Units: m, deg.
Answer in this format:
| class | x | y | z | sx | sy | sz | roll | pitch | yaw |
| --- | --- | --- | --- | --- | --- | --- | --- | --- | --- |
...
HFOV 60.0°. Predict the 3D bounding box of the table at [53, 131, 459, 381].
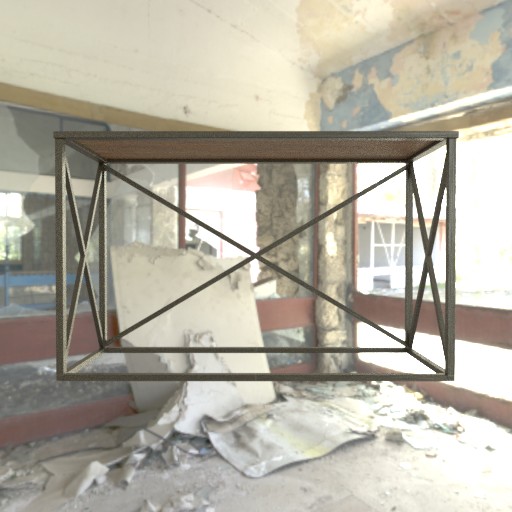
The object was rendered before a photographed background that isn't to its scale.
| class | x | y | z | sx | sy | sz | roll | pitch | yaw |
| --- | --- | --- | --- | --- | --- | --- | --- | --- | --- |
| table | 0.000 | 0.000 | 1.531 | 1.216 | 0.753 | 0.402 | 0 | 1 | 0 |
